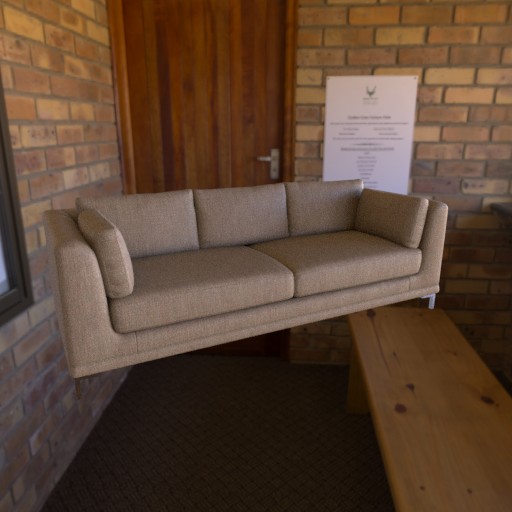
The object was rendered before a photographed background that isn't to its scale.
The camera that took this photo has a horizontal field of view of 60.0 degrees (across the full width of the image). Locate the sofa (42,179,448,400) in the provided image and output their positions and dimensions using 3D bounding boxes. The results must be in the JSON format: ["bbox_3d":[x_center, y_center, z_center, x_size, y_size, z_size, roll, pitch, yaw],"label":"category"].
[{"bbox_3d":[0.000,0.000,2.890,2.415,0.867,0.969,-8,18,-26],"label":"sofa"}]
